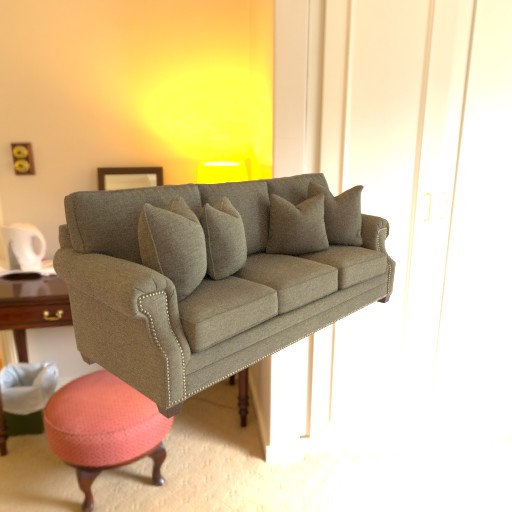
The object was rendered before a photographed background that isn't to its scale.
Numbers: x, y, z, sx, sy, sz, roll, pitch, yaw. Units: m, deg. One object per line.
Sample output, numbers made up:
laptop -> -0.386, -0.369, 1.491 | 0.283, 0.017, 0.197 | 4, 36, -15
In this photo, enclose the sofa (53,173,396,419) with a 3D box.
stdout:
sofa -> 0.000, 0.000, 2.915 | 0.965, 0.975, 2.312 | 13, 19, 42
